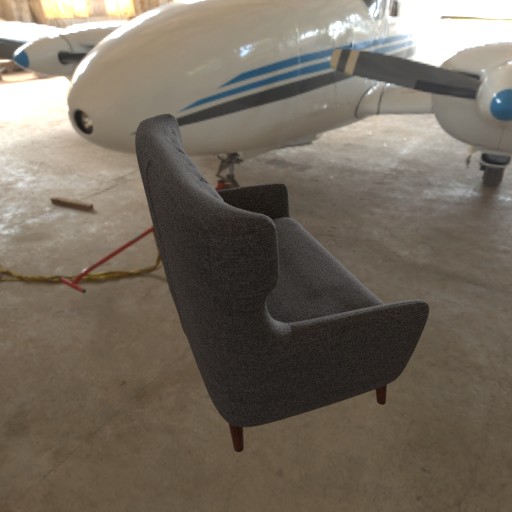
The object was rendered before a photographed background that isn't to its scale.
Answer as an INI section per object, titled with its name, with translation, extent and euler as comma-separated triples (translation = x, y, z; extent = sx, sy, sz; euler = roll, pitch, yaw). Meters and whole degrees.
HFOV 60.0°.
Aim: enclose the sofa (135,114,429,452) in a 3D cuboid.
[sofa]
translation = 0.000, 0.000, 2.002
extent = 0.874, 1.028, 1.358
euler = -11, 32, -18
